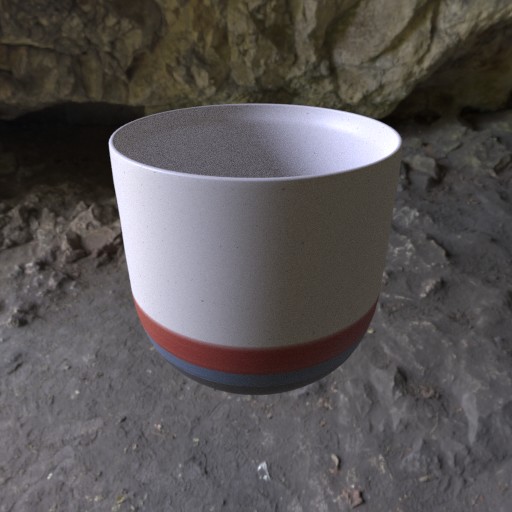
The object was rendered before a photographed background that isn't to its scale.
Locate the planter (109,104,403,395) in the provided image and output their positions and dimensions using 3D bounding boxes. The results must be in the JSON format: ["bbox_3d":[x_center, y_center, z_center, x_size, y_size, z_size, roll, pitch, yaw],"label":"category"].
[{"bbox_3d":[0.000,0.000,0.482,0.268,0.270,0.268,0,30,0],"label":"planter"}]
